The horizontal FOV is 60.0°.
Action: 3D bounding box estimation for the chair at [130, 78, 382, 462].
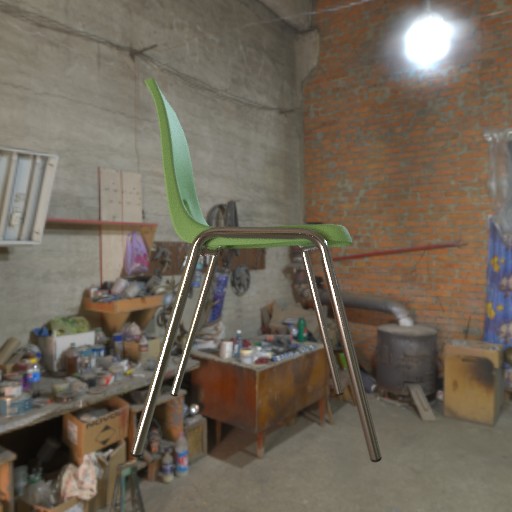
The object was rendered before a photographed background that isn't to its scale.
[{"bbox_3d":[0.000,0.000,0.943,0.436,0.704,0.381,0,0,1],"label":"chair"}]
